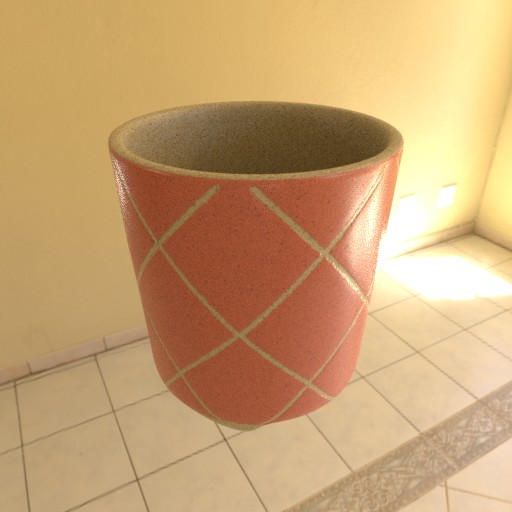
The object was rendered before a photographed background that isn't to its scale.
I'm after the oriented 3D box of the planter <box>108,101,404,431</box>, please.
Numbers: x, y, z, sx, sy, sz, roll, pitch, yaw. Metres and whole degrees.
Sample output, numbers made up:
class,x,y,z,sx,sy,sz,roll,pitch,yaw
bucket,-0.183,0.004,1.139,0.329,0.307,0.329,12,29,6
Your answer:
class,x,y,z,sx,sy,sz,roll,pitch,yaw
planter,0.000,0.000,0.412,0.227,0.235,0.227,0,30,0
